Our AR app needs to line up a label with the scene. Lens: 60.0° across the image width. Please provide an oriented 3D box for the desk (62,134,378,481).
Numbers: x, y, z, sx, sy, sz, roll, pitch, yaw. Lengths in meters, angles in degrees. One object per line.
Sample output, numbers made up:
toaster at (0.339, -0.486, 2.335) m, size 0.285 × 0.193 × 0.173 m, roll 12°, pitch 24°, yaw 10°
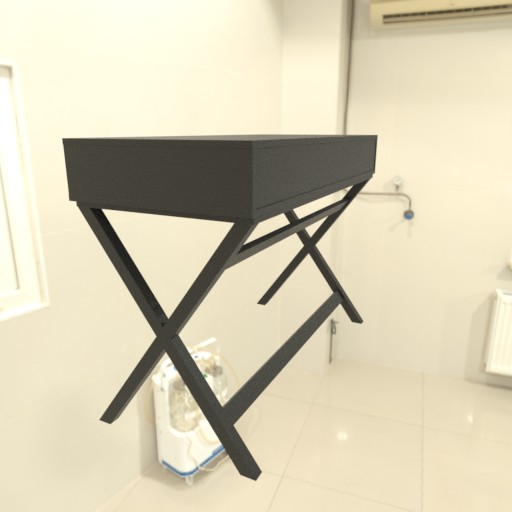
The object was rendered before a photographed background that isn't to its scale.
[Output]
desk at (0.000, 0.000, 1.495) m, size 0.525 × 0.780 × 1.057 m, roll 8°, pitch 18°, yaw 26°
